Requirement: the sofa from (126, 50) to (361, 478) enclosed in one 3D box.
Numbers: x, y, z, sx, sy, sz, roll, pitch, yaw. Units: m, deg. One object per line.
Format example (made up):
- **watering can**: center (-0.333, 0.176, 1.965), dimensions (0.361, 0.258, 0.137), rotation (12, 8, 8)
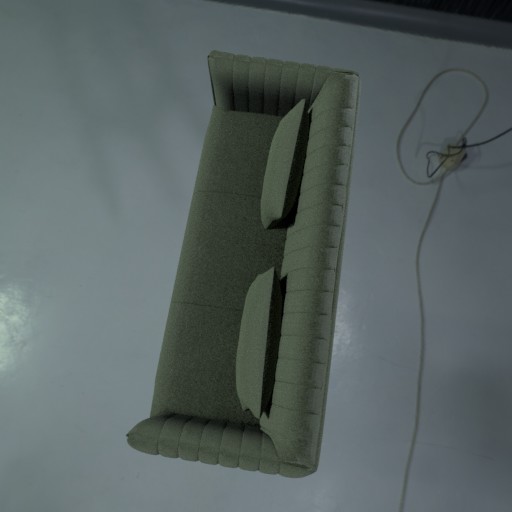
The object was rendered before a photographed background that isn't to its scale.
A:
- **sofa**: center (0.000, 0.000, 2.529), dimensions (0.896, 0.793, 2.137), rotation (9, 76, 2)
